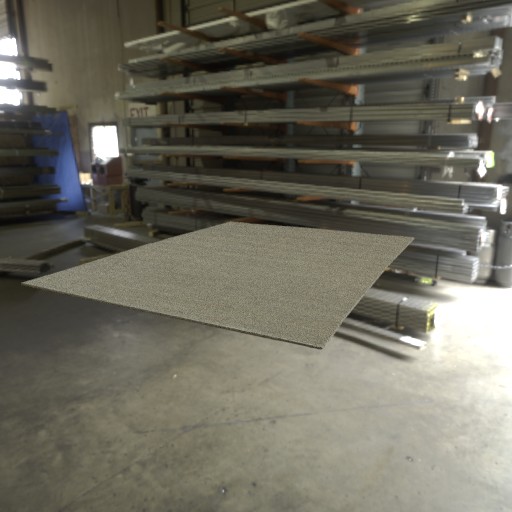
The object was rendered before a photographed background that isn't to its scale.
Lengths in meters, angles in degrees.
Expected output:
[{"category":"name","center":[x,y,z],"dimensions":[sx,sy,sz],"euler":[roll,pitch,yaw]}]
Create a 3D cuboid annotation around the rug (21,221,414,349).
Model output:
[{"category":"rug","center":[0.000,0.000,4.794],"dimensions":[2.757,0.051,3.626],"euler":[7,16,27]}]
